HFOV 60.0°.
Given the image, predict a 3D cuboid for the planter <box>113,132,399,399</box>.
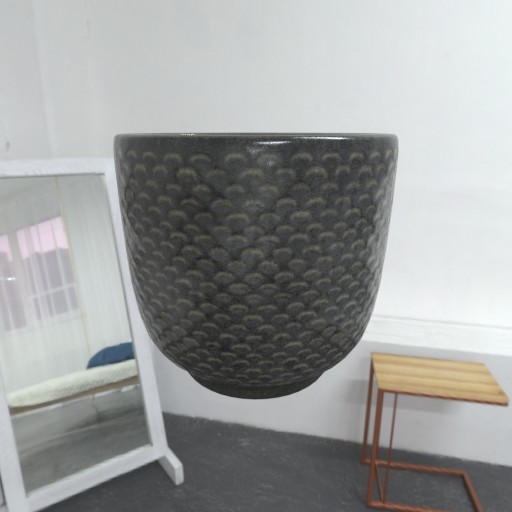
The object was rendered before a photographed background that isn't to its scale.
[{"bbox_3d":[0.000,0.000,0.242,0.140,0.129,0.140,0,16,0],"label":"planter"}]
